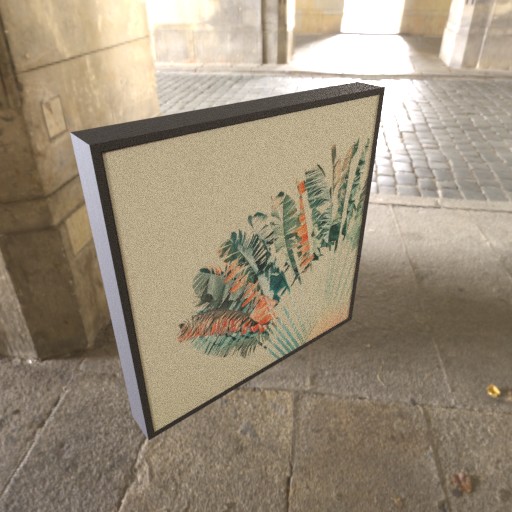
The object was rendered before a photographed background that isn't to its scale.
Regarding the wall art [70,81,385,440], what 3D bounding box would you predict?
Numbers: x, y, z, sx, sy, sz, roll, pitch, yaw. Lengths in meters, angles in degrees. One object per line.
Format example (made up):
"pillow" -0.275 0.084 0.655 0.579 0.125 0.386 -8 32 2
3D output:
"wall art" 0.000 0.000 0.455 0.302 0.300 0.036 -22 38 -32
